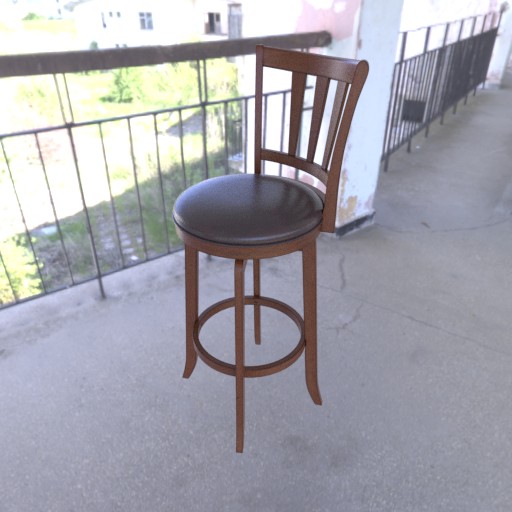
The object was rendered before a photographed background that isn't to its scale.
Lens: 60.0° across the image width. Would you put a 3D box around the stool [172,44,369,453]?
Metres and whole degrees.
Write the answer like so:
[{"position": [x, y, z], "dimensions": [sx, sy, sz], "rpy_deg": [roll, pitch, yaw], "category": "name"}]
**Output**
[{"position": [0.000, 0.000, 1.418], "dimensions": [0.503, 1.177, 0.464], "rpy_deg": [-19, 36, -29], "category": "stool"}]
